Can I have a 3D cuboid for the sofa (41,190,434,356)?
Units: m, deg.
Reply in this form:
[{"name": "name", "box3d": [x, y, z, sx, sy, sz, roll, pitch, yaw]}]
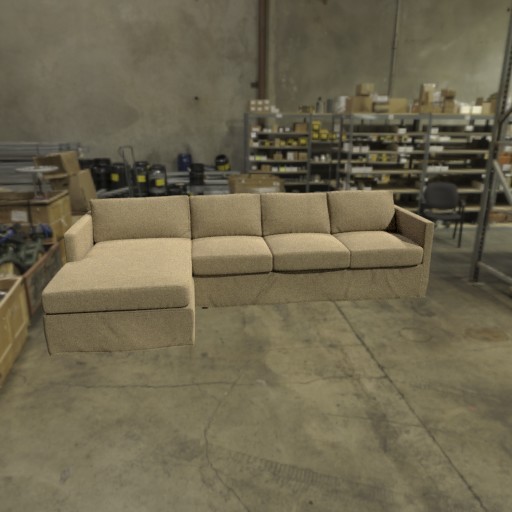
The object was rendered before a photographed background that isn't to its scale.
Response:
[{"name": "sofa", "box3d": [0.000, 0.000, 3.919, 3.198, 0.920, 1.638, -2, 18, -7]}]
